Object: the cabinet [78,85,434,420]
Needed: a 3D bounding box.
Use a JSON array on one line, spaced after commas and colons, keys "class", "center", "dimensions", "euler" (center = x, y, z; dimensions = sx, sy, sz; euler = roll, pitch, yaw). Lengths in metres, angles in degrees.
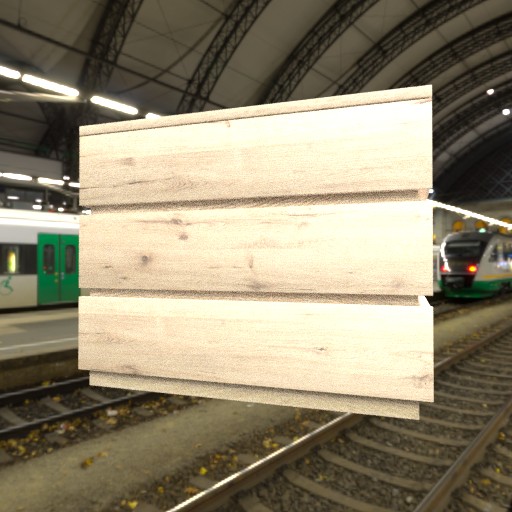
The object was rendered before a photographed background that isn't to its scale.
[{"class": "cabinet", "center": [0.000, 0.000, 1.433], "dimensions": [1.040, 0.820, 0.420], "euler": [0, -1, 19]}]
